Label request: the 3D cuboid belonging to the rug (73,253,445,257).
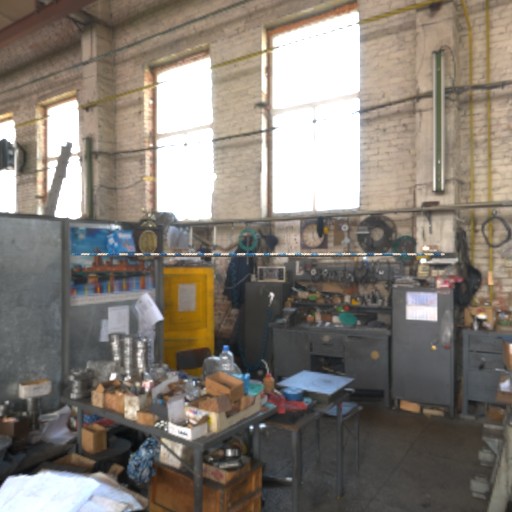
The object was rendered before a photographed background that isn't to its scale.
[{"bbox_3d":[0.000,0.000,3.032,1.531,0.008,2.439,0,0,0],"label":"rug"}]
